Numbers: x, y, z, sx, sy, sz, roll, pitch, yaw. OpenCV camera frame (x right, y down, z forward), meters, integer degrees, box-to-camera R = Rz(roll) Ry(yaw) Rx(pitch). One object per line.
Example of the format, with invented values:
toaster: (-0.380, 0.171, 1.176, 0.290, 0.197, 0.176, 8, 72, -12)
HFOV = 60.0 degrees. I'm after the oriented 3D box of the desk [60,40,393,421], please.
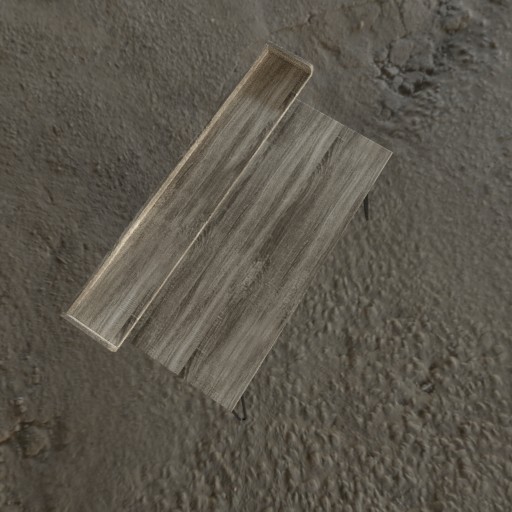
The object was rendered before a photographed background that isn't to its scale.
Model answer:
desk: (0.000, 0.000, 1.672, 0.605, 0.899, 1.135, 32, 78, 8)
